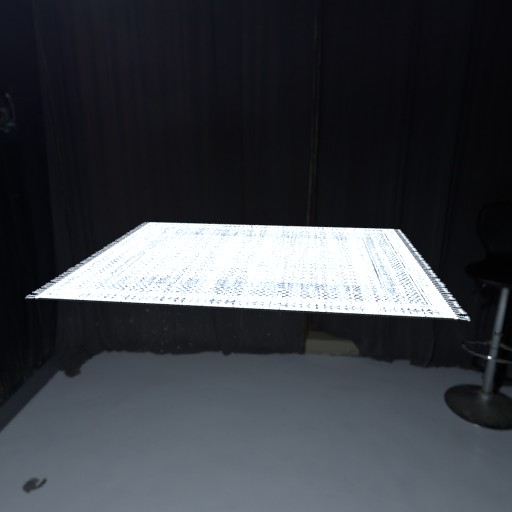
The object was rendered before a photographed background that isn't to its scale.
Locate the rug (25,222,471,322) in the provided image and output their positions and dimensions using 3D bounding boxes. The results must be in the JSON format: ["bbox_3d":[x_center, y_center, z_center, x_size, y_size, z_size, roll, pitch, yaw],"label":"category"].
[{"bbox_3d":[0.000,0.000,3.948,2.940,0.013,2.312,2,17,7],"label":"rug"}]
